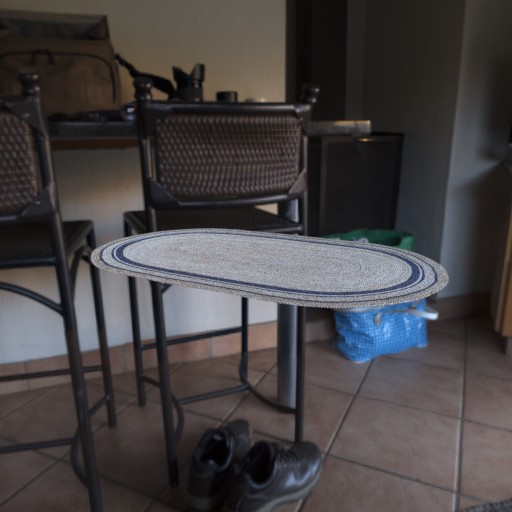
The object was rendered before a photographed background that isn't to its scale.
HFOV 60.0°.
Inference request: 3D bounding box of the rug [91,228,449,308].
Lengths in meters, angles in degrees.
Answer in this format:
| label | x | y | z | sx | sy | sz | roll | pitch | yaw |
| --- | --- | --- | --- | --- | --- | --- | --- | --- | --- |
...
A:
| label | x | y | z | sx | sy | sz | roll | pitch | yaw |
| --- | --- | --- | --- | --- | --- | --- | --- | --- | --- |
| rug | 0.000 | 0.000 | 3.030 | 2.432 | 0.006 | 1.520 | 7 | 16 | 27 |
